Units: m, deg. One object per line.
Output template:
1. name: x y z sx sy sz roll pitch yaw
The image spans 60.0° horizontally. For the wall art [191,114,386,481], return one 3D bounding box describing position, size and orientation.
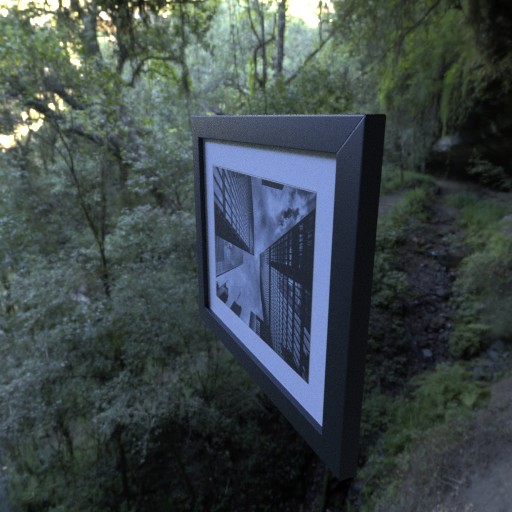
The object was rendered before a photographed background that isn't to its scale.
1. wall art: 0.000 0.000 0.753 0.031 0.457 0.558 -8 19 -25
